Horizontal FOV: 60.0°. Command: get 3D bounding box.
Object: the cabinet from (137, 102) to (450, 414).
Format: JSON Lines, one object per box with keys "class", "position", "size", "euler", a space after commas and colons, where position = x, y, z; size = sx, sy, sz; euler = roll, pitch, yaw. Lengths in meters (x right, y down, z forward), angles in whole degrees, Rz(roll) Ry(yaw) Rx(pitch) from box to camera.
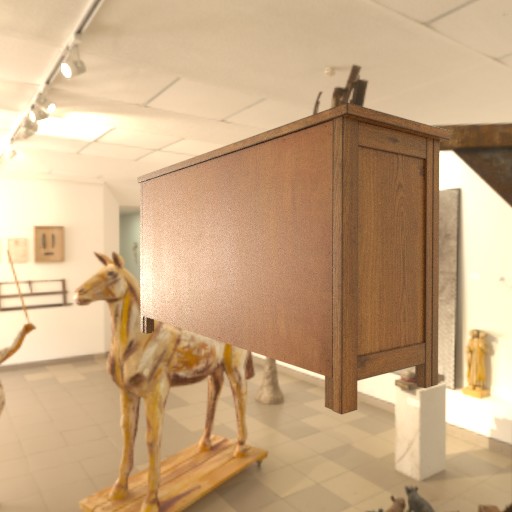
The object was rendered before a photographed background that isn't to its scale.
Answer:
{"class": "cabinet", "position": [0.000, 0.000, 1.880], "size": [0.480, 0.813, 1.474], "euler": [-1, 1, -36]}
